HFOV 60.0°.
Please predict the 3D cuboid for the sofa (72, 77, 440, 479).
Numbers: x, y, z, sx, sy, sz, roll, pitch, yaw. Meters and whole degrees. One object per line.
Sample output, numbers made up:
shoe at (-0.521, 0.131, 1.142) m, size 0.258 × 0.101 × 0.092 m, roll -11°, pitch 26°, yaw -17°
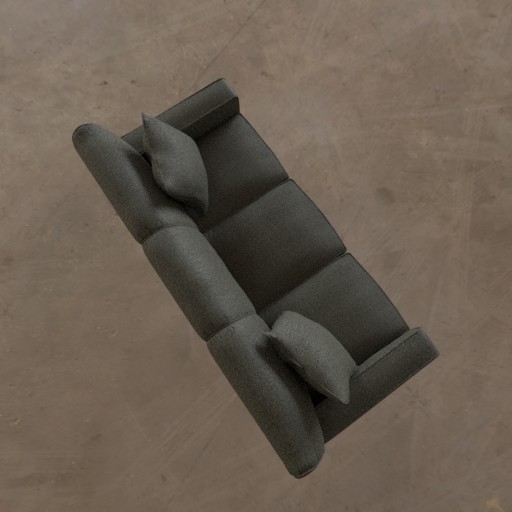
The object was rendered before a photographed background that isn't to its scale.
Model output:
sofa at (0.000, 0.000, 2.564) m, size 0.997 × 0.958 × 2.024 m, roll -34°, pitch 78°, yaw -8°
